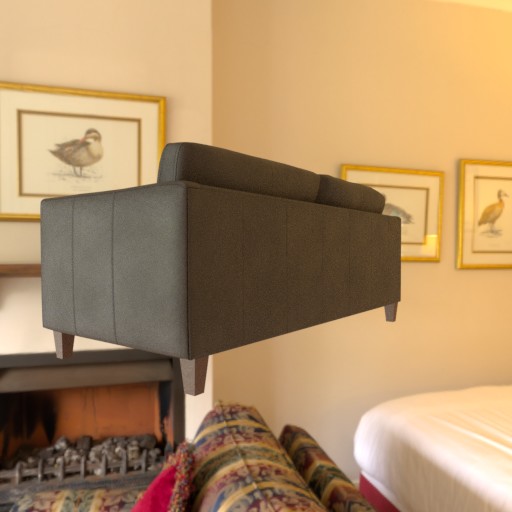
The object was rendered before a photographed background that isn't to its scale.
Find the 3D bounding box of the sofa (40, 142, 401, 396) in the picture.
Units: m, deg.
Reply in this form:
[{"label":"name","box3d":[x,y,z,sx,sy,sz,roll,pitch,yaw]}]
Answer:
[{"label":"sofa","box3d":[0.000,0.000,2.405,0.933,0.863,1.971,1,1,37]}]
